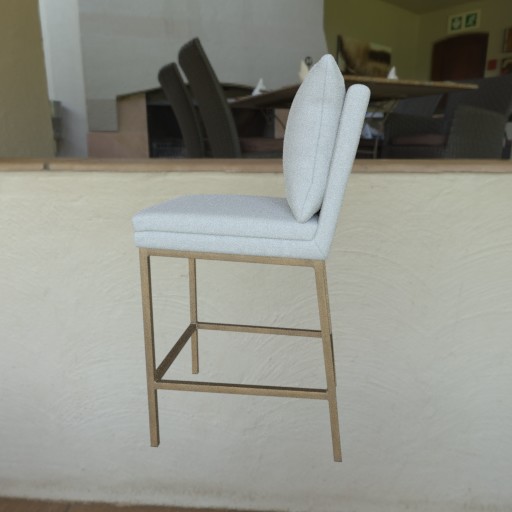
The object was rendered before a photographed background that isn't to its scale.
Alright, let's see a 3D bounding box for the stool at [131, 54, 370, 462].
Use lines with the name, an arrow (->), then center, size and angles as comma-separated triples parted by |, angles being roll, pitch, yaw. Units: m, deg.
stool -> 0.000, 0.000, 1.318 | 0.572, 1.032, 0.463 | 2, 14, 8
